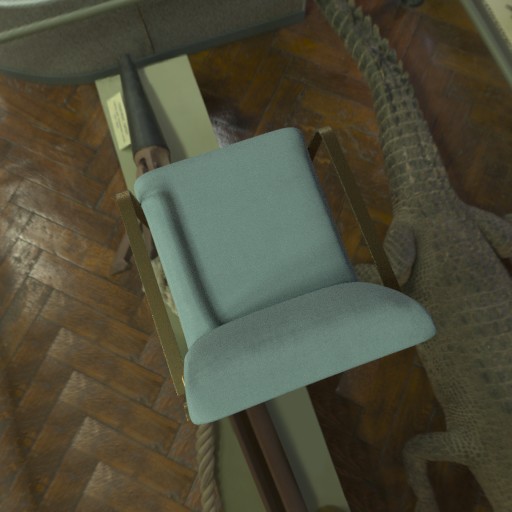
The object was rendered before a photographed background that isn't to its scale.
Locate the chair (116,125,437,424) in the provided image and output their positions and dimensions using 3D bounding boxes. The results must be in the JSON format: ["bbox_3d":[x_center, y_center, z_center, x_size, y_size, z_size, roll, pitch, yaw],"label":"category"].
[{"bbox_3d":[0.000,0.000,1.463,0.701,0.824,0.842,-19,75,-5],"label":"chair"}]
